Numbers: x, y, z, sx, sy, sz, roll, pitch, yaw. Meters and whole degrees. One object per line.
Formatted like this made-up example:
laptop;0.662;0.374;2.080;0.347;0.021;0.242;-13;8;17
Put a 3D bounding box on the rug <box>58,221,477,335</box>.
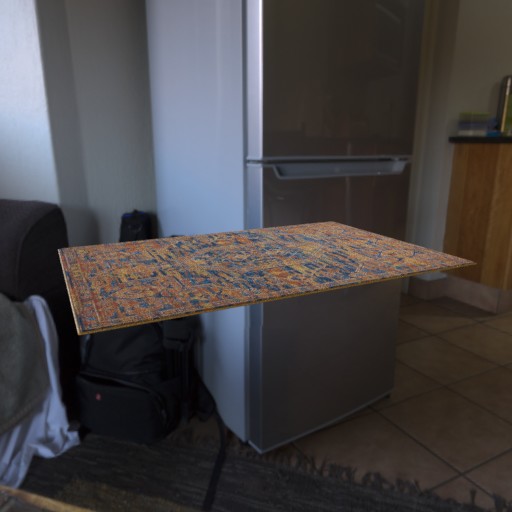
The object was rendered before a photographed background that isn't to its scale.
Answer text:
rug;0.000;0.000;2.209;1.758;0.013;1.148;-7;17;-25
